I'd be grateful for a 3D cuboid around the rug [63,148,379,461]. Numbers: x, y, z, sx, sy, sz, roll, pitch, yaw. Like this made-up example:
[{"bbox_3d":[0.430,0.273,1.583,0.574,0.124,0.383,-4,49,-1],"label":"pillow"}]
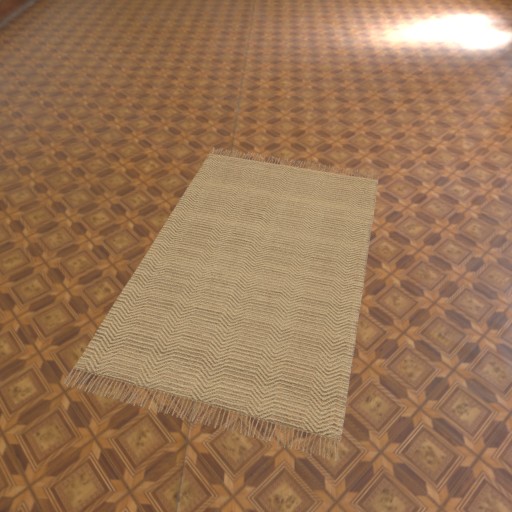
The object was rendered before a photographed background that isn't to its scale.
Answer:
[{"bbox_3d":[0.000,0.000,2.519,1.224,0.027,2.021,11,47,11],"label":"rug"}]
